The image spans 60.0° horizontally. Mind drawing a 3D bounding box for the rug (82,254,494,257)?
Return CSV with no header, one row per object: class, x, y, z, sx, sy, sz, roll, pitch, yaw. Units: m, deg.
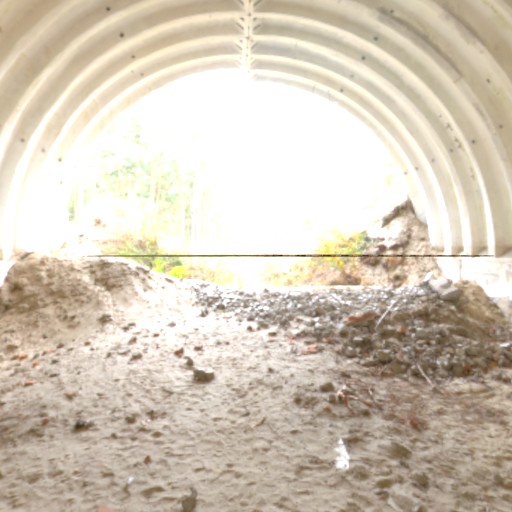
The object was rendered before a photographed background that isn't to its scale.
rug,0.000,0.000,2.267,1.247,0.008,1.802,0,0,-36
